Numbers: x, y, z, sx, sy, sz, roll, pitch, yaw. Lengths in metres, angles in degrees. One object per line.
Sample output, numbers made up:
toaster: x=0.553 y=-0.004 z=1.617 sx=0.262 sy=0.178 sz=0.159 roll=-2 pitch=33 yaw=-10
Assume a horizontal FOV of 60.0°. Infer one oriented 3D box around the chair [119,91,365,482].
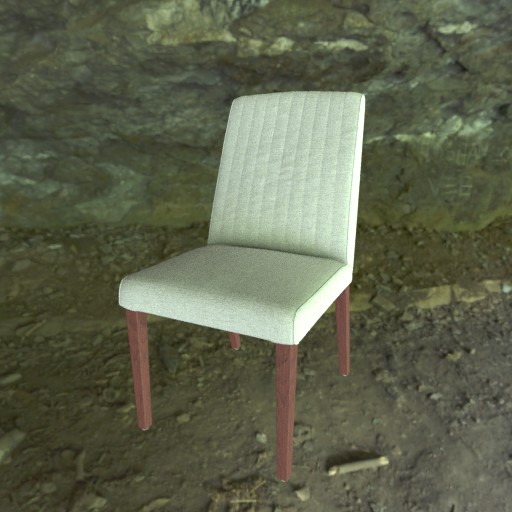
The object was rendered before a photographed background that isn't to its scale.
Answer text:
chair: x=0.000 y=0.000 z=1.235 sx=0.480 sy=0.900 sz=0.594 roll=8 pitch=18 yaw=25
